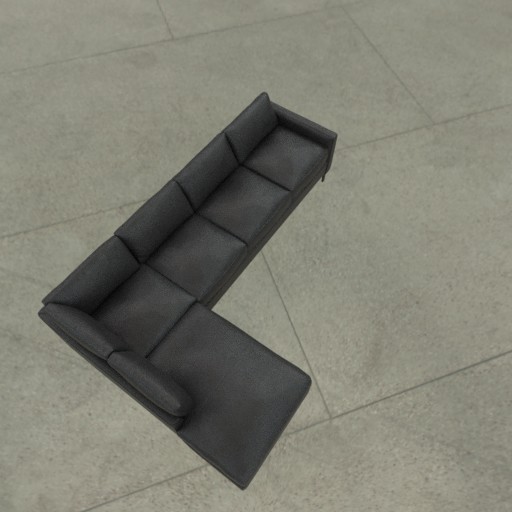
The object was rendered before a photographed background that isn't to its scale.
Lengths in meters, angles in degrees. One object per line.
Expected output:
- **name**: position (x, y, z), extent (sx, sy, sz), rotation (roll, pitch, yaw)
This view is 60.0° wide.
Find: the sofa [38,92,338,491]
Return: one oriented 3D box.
- **sofa**: position (0.000, 0.000, 3.787), extent (1.938, 0.877, 2.984), rotation (31, 64, 17)
